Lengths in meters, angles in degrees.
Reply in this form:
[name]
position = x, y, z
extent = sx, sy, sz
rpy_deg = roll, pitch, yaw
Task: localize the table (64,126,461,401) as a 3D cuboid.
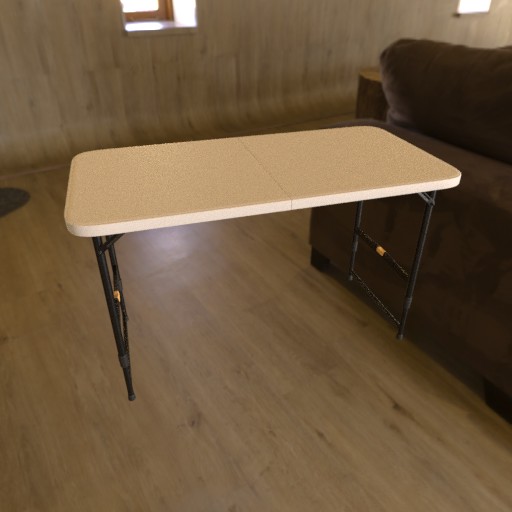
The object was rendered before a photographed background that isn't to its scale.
[table]
position = 0.000, 0.000, 1.689
extent = 1.245, 0.737, 0.611
rpy_deg = -9, 33, -14
